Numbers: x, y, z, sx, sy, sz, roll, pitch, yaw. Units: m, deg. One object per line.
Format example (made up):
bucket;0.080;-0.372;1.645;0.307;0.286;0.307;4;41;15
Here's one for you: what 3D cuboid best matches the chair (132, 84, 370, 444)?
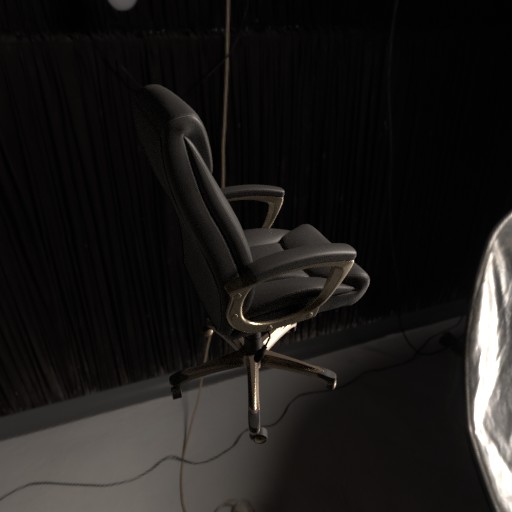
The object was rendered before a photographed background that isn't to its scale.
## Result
chair;0.000;0.000;1.645;0.748;1.188;0.694;-11;32;-18
